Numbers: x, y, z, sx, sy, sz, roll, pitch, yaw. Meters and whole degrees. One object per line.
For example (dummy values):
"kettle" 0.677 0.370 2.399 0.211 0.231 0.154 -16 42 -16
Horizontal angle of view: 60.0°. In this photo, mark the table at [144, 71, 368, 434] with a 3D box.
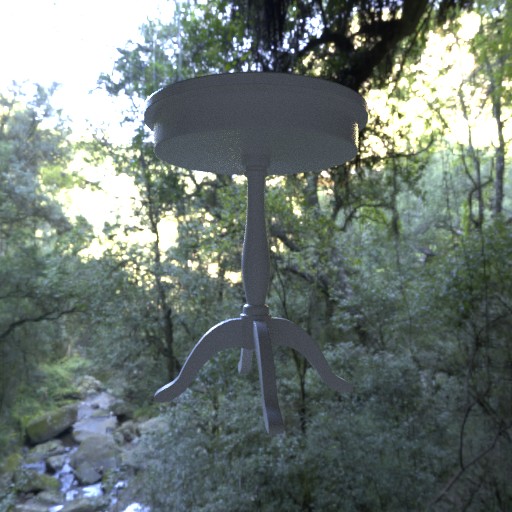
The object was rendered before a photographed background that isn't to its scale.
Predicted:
"table" 0.000 0.000 1.040 0.513 0.653 0.513 0 0 0
